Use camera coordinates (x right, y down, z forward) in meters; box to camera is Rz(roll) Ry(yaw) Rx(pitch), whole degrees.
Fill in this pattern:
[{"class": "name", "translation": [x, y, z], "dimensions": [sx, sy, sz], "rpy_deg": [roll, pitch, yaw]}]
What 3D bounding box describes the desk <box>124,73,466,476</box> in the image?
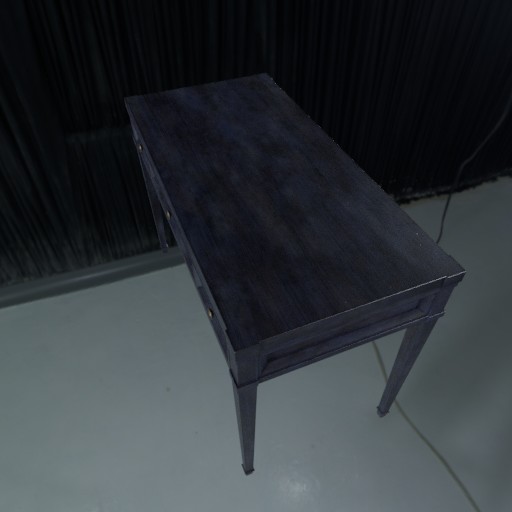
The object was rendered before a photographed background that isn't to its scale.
[{"class": "desk", "translation": [0.000, 0.000, 1.767], "dimensions": [0.630, 0.861, 1.289], "rpy_deg": [-16, 48, -15]}]
